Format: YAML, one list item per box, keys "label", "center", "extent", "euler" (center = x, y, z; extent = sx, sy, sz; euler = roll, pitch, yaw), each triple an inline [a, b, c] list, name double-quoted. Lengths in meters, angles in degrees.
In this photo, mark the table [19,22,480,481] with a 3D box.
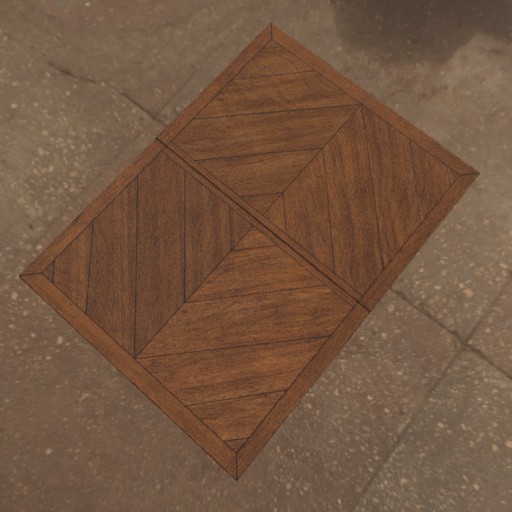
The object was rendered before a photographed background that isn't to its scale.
- label: "table"
  center: [0.000, 0.000, 1.559]
  extent: [0.757, 0.760, 1.027]
  euler: [40, 80, 9]
